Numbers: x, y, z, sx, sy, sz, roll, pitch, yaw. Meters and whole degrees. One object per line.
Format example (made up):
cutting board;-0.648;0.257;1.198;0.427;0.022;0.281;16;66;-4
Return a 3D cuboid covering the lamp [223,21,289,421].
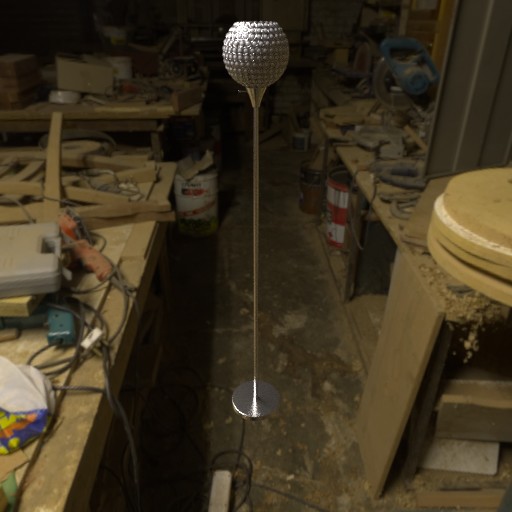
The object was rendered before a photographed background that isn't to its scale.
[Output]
lamp;0.000;0.000;1.930;0.254;1.805;0.254;0;30;0
